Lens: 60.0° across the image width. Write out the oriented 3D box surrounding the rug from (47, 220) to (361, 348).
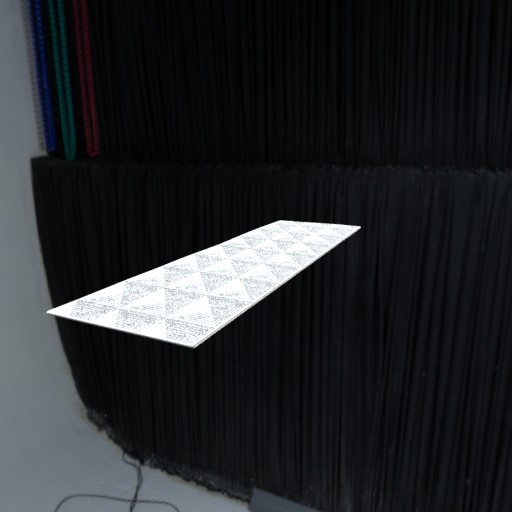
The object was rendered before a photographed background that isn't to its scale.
[{"bbox_3d":[0.000,0.000,2.430,0.645,0.015,2.182,7,16,25],"label":"rug"}]
